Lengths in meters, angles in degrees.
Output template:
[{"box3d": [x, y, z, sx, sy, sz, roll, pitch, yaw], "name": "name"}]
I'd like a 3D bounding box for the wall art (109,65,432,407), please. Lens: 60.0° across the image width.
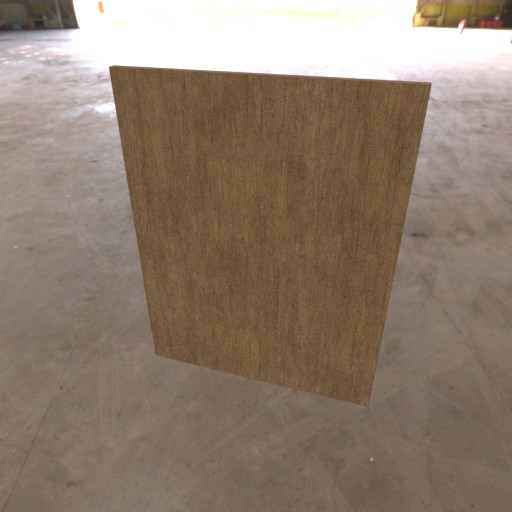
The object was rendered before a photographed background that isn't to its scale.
[{"box3d": [0.000, 0.000, 0.890, 0.534, 0.686, 0.018, 9, 33, 15], "name": "wall art"}]
